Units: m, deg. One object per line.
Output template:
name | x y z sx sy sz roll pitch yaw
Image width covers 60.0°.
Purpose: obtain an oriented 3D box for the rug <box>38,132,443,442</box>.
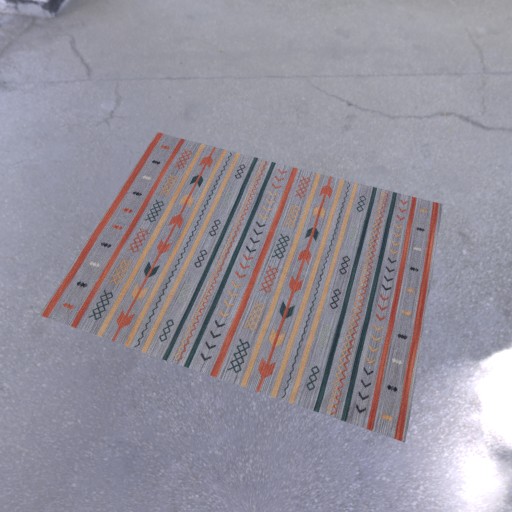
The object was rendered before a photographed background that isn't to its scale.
rug | 0.000 0.000 3.955 3.029 0.022 2.263 16 60 10
